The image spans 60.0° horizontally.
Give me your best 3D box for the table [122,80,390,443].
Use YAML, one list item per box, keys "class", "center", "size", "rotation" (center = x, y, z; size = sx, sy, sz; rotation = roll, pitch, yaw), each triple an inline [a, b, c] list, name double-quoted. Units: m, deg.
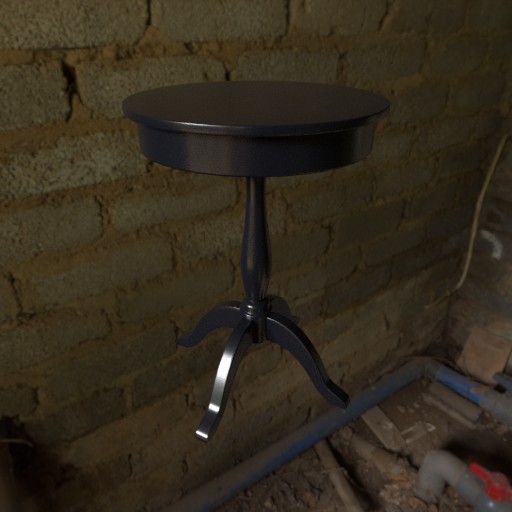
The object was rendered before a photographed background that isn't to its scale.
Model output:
- class: "table"
  center: [0.000, 0.000, 0.971]
  size: [0.481, 0.665, 0.481]
  rotation: [0, 29, 0]
